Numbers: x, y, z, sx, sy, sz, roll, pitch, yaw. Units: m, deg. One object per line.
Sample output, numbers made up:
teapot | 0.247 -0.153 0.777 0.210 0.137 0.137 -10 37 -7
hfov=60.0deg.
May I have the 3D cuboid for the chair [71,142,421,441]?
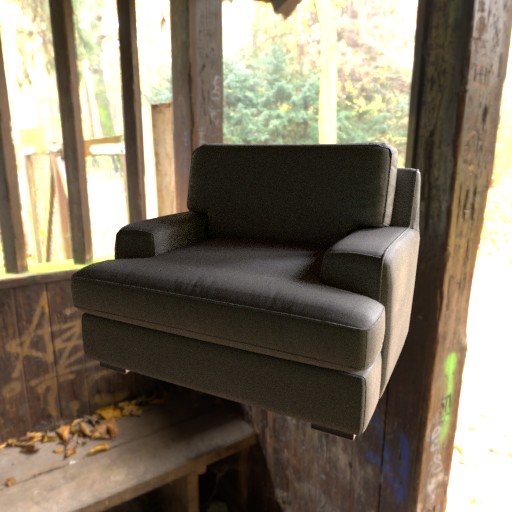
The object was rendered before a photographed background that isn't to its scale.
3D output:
chair | 0.000 0.000 1.954 1.270 0.974 1.043 7 15 26
